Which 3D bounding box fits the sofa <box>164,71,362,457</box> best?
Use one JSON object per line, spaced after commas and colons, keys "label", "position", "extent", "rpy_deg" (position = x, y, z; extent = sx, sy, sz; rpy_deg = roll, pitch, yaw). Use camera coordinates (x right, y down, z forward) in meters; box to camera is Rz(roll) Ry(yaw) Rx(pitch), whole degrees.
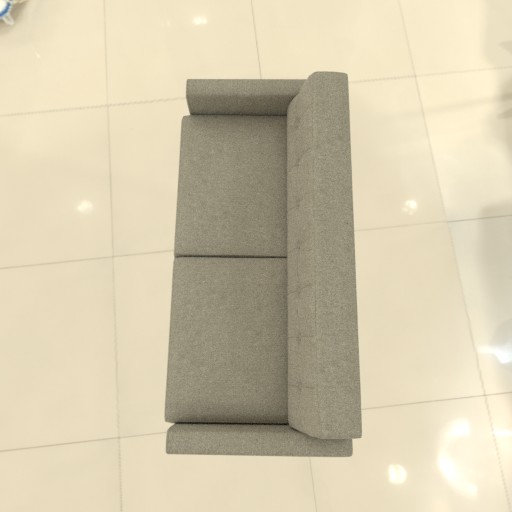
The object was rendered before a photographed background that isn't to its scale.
{"label": "sofa", "position": [0.000, 0.000, 2.517], "extent": [0.968, 0.873, 2.055], "rpy_deg": [1, 77, 0]}
